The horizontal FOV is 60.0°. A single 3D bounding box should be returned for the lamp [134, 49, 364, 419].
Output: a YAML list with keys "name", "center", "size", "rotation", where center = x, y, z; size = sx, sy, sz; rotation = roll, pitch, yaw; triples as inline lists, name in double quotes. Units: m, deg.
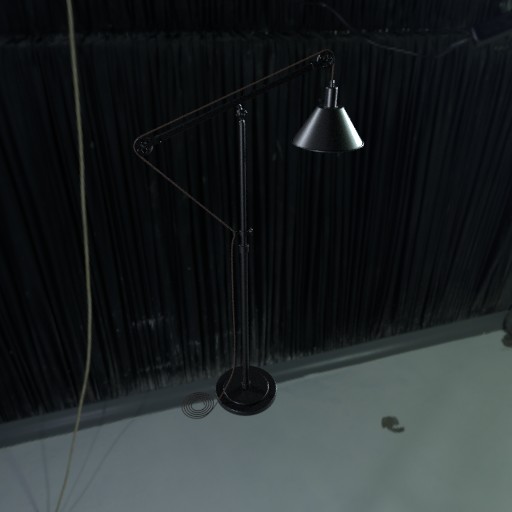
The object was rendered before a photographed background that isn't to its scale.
- name: "lamp"
  center: [0.000, 0.000, 1.938]
  size: [0.904, 1.626, 0.319]
  rotation: [-11, 32, -18]
